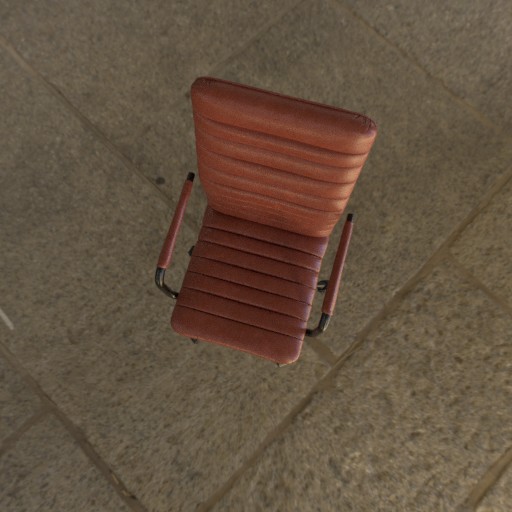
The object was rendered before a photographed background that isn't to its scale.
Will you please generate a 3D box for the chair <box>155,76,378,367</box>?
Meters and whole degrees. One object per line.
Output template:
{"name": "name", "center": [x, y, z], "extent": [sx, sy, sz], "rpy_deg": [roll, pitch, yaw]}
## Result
{"name": "chair", "center": [0.000, 0.000, 1.337], "extent": [0.608, 0.979, 0.580], "rpy_deg": [15, 76, 4]}
